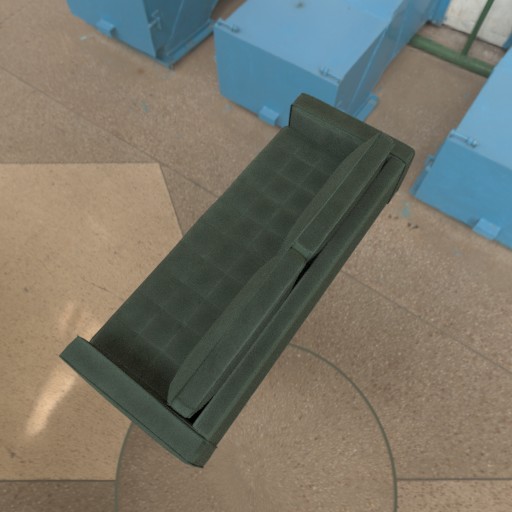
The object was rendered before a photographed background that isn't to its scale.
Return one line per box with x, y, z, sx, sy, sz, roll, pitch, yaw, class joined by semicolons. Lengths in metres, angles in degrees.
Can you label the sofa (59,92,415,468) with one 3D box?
0.000;0.000;2.623;0.886;0.781;2.214;33;68;15;sofa
